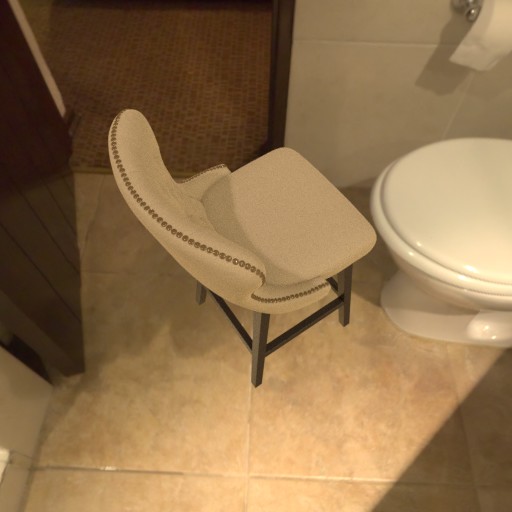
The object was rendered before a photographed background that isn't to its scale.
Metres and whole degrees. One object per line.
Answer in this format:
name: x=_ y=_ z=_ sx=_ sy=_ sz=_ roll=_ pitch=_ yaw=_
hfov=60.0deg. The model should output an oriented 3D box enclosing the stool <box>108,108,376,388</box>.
stool: x=0.000 y=0.000 z=1.325 sx=0.593 sy=0.971 sz=0.528 roll=-30 pitch=63 yaw=-17
